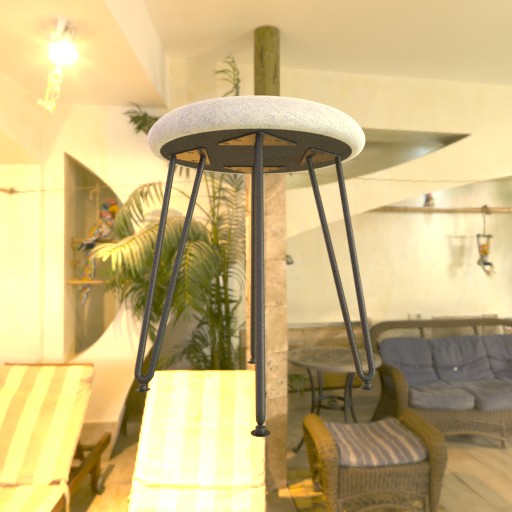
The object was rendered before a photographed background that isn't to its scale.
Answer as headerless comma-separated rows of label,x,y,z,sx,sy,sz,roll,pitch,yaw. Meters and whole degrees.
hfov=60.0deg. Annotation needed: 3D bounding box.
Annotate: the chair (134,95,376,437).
chair,0.000,0.000,0.644,0.350,0.386,0.350,0,0,-2
